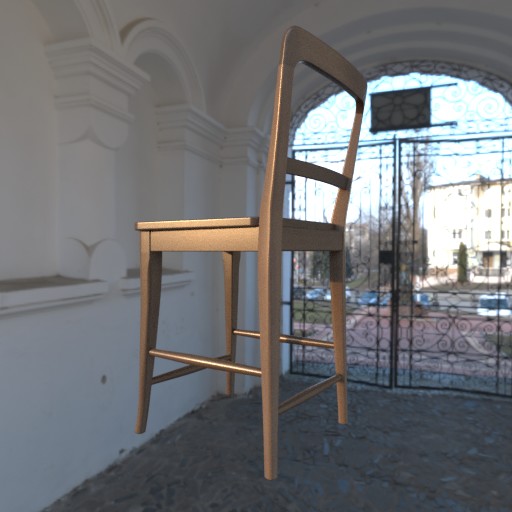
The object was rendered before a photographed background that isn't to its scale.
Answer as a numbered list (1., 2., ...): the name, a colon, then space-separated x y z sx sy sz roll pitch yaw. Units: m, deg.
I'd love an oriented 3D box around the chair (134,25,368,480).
1. chair: 0.000 0.000 1.251 0.546 0.991 0.450 1 1 35
